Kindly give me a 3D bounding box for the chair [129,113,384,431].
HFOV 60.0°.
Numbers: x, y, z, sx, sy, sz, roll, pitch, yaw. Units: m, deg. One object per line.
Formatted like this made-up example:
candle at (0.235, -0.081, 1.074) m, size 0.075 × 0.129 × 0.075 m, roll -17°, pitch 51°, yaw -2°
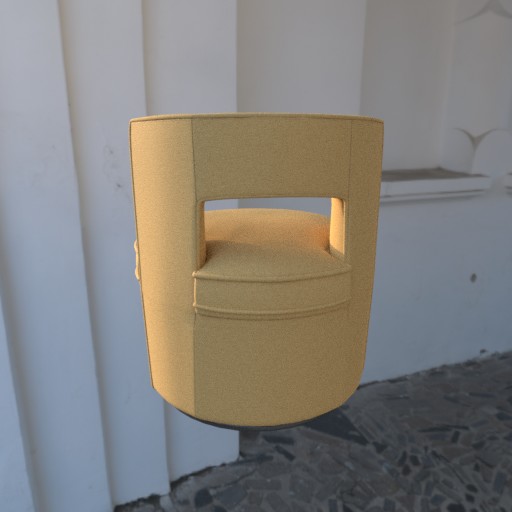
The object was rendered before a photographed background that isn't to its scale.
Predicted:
chair at (0.000, 0.000, 1.227) m, size 0.650 × 0.723 × 0.665 m, roll -2°, pitch 15°, yaw -8°
